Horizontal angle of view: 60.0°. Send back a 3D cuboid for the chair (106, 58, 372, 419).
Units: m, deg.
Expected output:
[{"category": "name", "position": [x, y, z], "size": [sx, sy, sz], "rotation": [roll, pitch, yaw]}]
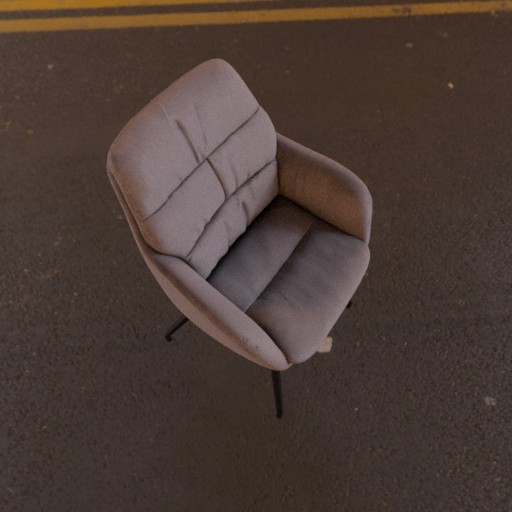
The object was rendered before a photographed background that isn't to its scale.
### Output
[{"category": "chair", "position": [0.000, 0.000, 1.254], "size": [0.569, 0.888, 0.579], "rotation": [30, 63, 17]}]
